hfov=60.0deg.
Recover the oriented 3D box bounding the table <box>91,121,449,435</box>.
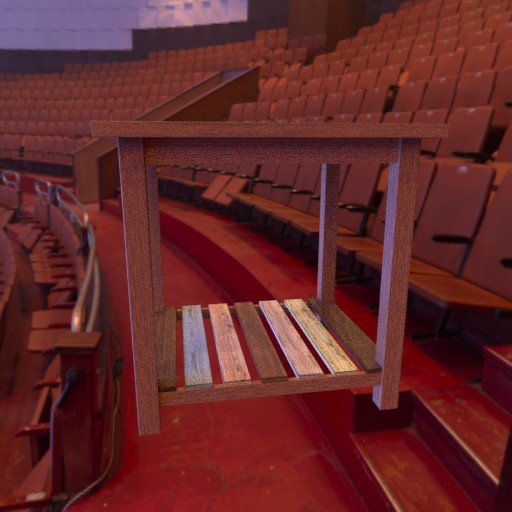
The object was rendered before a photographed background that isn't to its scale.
[{"bbox_3d":[0.000,0.000,1.144,0.660,0.635,0.559,-2,14,-10],"label":"table"}]
